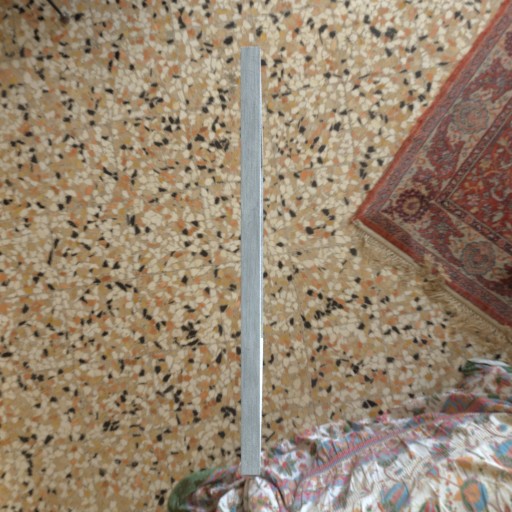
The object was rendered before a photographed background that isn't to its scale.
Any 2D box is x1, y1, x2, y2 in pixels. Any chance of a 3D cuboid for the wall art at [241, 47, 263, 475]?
[{"bbox_3d":[0.000,0.000,0.786,0.022,0.582,0.479,0,92,1],"label":"wall art"}]
